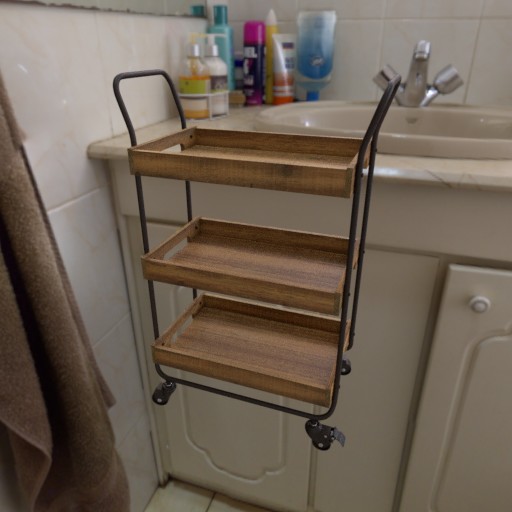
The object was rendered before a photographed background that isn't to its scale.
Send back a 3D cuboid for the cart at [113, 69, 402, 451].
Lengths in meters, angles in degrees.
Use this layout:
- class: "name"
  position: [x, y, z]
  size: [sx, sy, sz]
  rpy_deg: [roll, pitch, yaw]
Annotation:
- class: "cart"
  position: [0.000, 0.000, 1.125]
  size: [0.583, 0.857, 0.339]
  rpy_deg: [9, 27, 18]
